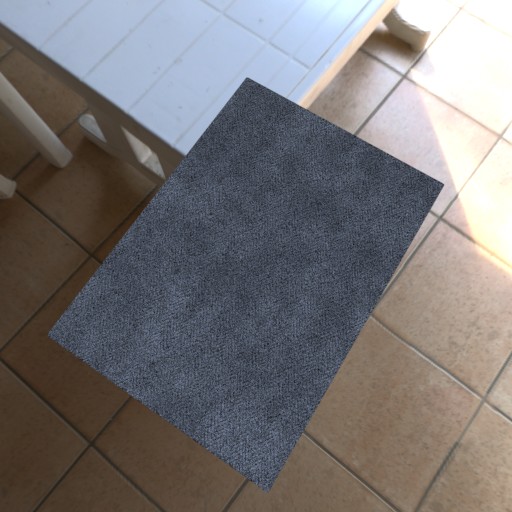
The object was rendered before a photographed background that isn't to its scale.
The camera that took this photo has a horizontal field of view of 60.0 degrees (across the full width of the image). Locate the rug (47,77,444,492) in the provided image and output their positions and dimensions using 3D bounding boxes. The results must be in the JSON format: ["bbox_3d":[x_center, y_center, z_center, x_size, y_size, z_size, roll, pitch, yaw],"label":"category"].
[{"bbox_3d":[0.000,0.000,2.853,1.600,0.008,2.235,32,76,9],"label":"rug"}]
